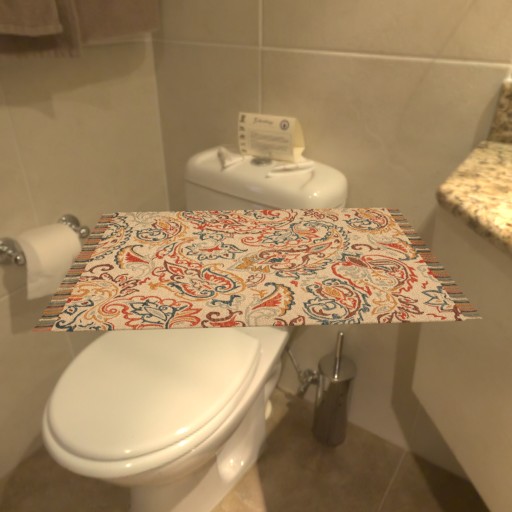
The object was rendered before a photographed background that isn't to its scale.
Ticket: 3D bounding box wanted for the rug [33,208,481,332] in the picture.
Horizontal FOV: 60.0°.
[{"bbox_3d":[0.000,0.000,2.472,1.997,0.010,1.218,-1,30,-2],"label":"rug"}]
